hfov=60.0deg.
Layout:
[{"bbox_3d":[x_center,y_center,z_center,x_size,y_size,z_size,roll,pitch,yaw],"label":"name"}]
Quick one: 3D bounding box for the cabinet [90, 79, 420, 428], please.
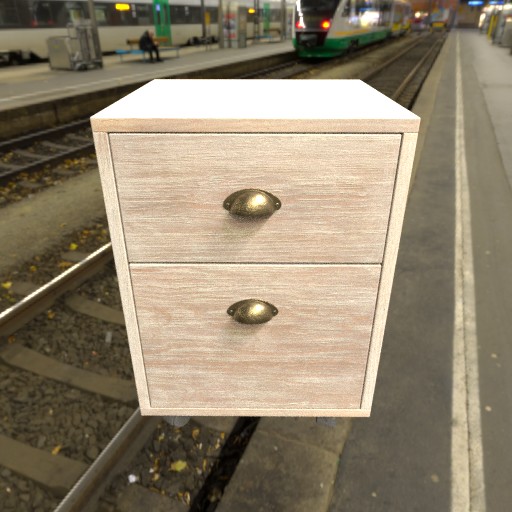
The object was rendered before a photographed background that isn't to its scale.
[{"bbox_3d":[0.000,0.000,0.841,0.409,0.579,0.401,0,28,0],"label":"cabinet"}]
